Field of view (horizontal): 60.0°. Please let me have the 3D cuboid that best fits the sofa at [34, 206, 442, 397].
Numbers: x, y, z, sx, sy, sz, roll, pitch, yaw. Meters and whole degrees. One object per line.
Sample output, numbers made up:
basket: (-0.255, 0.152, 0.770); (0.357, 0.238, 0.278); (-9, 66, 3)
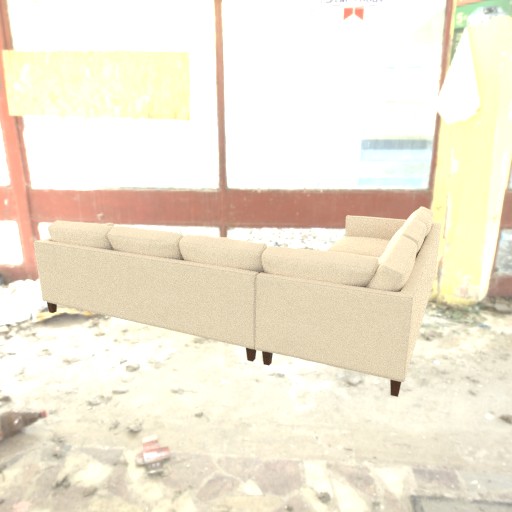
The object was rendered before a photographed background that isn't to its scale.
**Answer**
sofa: (0.000, 0.000, 4.333); (3.182, 0.863, 2.432); (8, 18, 24)
